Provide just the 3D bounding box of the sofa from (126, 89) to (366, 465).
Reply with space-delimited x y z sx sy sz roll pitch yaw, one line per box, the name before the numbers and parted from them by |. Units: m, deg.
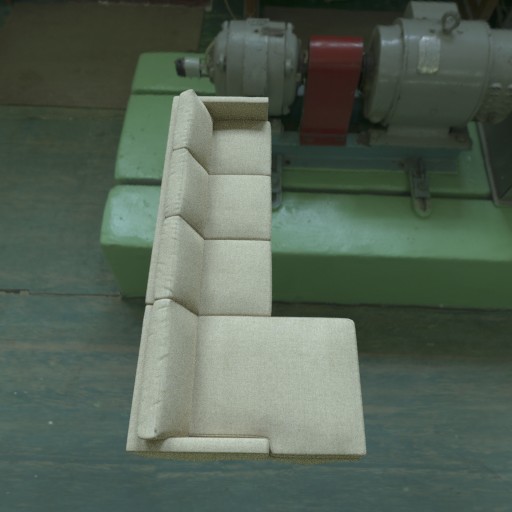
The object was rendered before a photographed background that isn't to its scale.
sofa | 0.000 0.000 3.803 1.650 0.922 3.205 1 63 0
